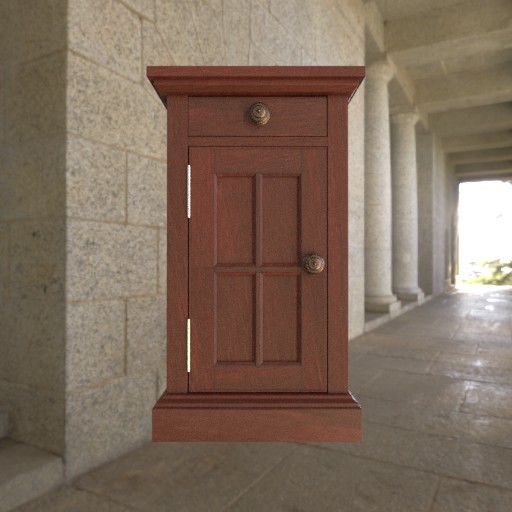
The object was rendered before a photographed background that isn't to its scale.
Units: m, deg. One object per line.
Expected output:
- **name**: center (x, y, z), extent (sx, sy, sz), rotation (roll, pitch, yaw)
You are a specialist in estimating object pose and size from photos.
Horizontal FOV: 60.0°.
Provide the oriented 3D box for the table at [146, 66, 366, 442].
- **table**: center (0.000, 0.000, 1.008), extent (0.356, 0.612, 0.584), rotation (0, 0, 0)
